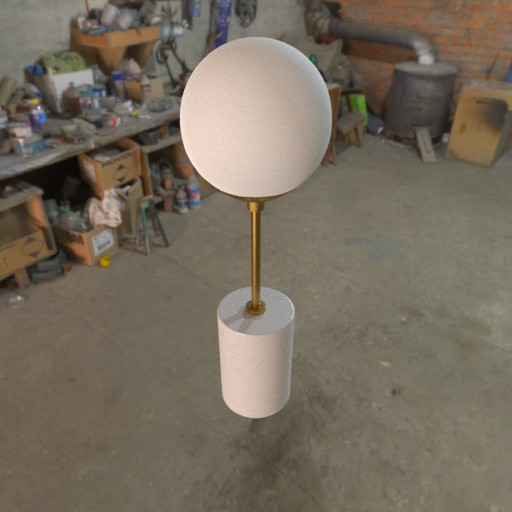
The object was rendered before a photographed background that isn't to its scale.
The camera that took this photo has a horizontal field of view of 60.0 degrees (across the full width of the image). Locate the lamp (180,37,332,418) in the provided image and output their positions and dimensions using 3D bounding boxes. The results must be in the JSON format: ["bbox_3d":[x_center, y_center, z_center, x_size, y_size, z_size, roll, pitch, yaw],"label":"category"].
[{"bbox_3d":[0.000,0.000,0.540,0.153,0.480,0.153,0,32,0],"label":"lamp"}]
